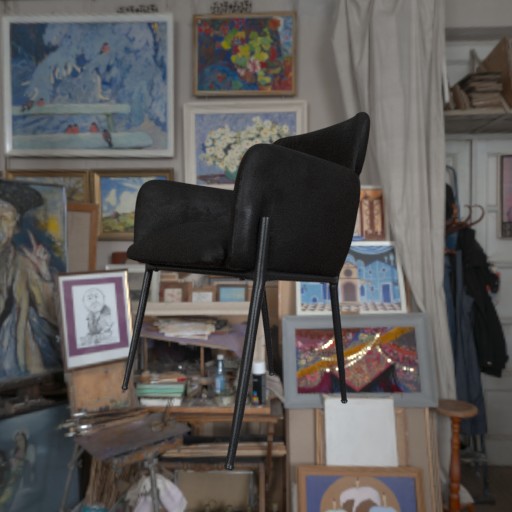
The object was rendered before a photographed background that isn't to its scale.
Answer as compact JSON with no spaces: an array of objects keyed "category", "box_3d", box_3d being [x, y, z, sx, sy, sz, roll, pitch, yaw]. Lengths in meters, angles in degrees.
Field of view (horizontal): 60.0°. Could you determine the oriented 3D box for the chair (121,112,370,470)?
[{"category":"chair","box_3d":[0.000,0.000,1.260,0.604,0.818,0.640,-1,1,-35]}]
